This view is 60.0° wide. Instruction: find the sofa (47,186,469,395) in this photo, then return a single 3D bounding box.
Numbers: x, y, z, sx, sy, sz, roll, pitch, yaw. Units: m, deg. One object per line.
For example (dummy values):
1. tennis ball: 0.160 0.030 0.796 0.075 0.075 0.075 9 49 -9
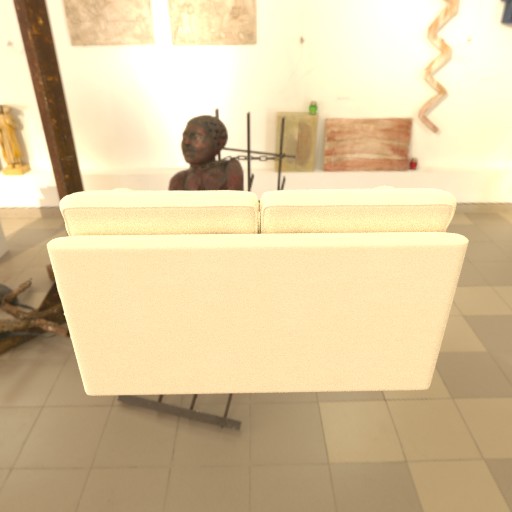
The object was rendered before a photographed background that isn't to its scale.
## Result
1. sofa: 0.000 0.000 2.282 1.727 0.940 0.991 -1 29 -1
